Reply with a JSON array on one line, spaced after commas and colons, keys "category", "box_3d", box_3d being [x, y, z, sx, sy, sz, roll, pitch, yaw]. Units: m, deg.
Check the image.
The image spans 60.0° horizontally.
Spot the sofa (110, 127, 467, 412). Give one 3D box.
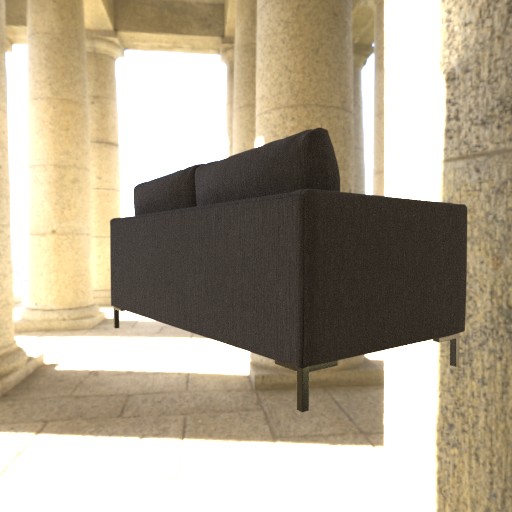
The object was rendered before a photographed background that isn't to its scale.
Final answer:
[{"category": "sofa", "box_3d": [0.000, 0.000, 2.131, 0.875, 0.840, 1.682, -1, 2, -36]}]
